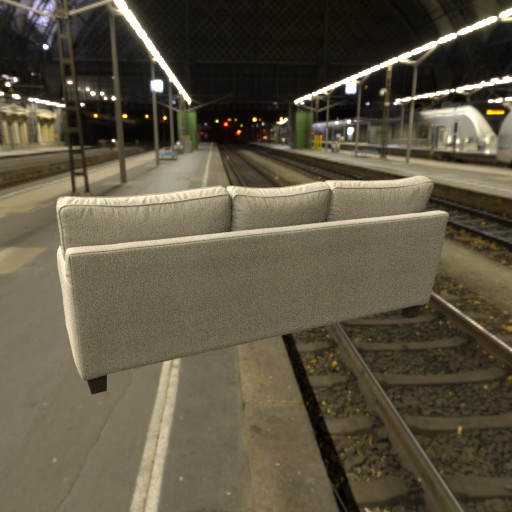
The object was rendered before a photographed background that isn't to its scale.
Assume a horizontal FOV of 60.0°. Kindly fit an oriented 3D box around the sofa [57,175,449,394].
[{"bbox_3d":[0.000,0.000,2.864,2.323,0.991,1.016,-7,17,-25],"label":"sofa"}]
